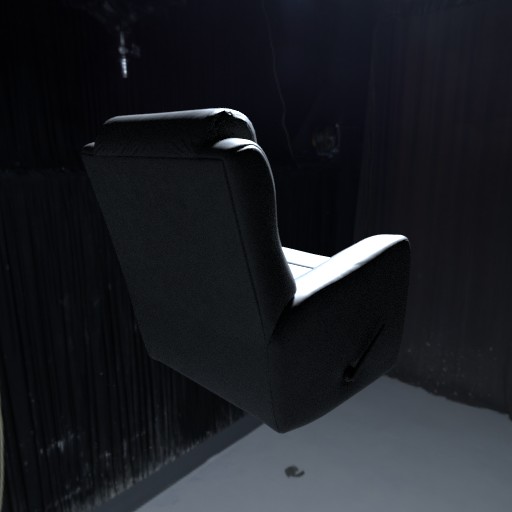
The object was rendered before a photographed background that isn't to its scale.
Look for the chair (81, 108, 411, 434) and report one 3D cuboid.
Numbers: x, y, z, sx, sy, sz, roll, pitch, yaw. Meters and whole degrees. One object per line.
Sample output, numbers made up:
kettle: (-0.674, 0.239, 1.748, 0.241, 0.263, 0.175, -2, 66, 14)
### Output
chair: (0.000, 0.000, 1.871, 0.967, 1.116, 1.068, 14, 19, 43)
